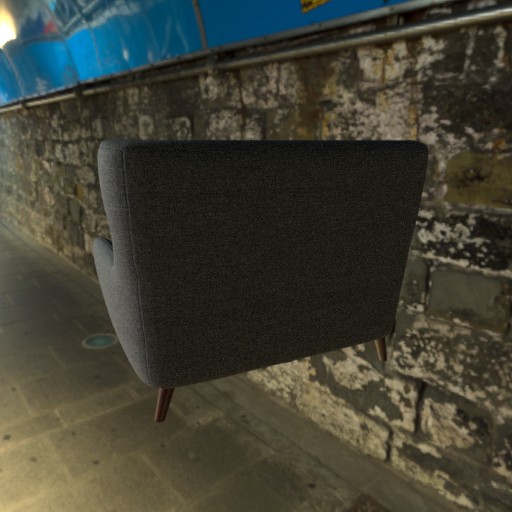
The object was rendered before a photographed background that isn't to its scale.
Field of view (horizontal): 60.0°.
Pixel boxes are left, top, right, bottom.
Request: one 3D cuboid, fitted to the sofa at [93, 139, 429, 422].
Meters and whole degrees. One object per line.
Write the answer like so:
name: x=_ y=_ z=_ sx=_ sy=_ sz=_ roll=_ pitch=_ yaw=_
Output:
sofa: x=0.000 y=0.000 z=2.023 sx=1.358 sy=1.028 sz=0.874 roll=-7 pitch=16 yaw=-25
